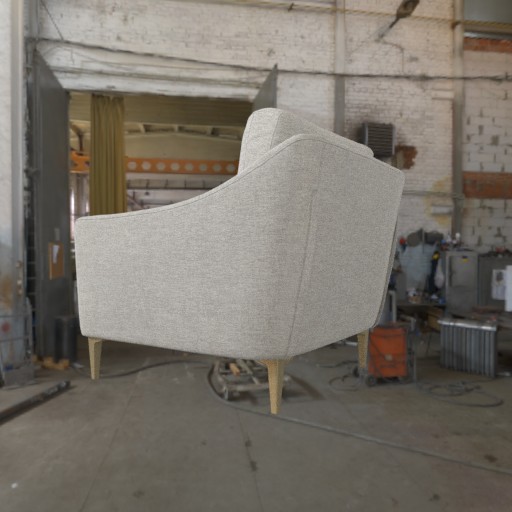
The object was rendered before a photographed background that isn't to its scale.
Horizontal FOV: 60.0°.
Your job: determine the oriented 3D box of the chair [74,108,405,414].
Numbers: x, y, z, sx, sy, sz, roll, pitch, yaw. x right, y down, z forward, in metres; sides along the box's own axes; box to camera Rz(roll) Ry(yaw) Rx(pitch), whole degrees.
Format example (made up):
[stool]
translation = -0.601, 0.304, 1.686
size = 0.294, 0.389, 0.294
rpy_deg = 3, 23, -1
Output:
[chair]
translation = 0.000, 0.000, 1.723
size = 0.961, 0.902, 0.986
rpy_deg = 1, 1, 37
